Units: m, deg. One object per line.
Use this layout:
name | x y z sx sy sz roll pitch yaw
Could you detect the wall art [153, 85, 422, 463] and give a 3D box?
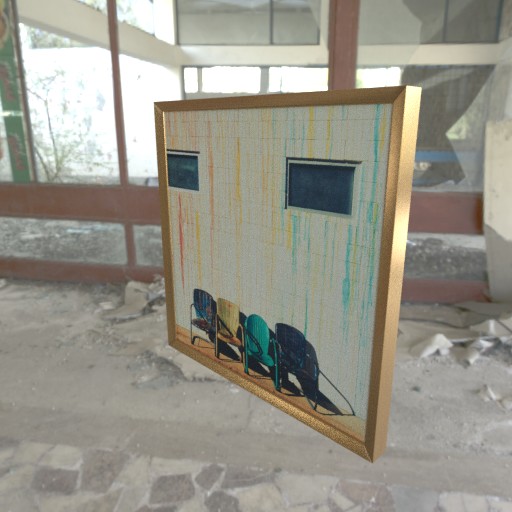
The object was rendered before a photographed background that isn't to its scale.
wall art | 0.000 0.000 0.743 0.505 0.505 0.037 16 22 43
